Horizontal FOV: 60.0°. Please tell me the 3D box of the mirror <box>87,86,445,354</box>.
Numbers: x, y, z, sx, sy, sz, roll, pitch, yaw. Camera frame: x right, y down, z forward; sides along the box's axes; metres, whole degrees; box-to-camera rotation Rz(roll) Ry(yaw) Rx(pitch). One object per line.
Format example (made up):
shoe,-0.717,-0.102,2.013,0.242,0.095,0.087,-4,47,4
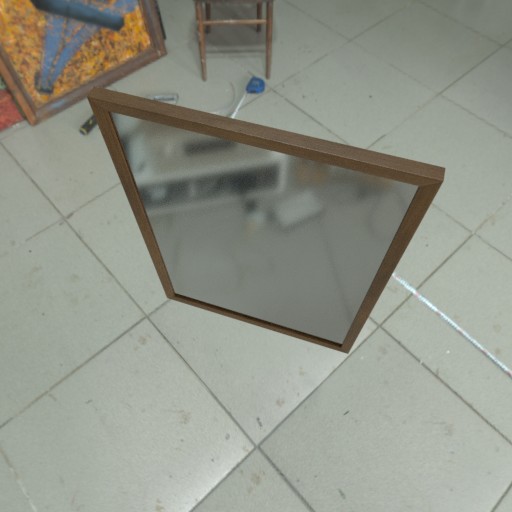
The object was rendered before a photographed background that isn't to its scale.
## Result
mirror,0.000,0.000,1.347,0.762,1.016,0.040,16,60,9
